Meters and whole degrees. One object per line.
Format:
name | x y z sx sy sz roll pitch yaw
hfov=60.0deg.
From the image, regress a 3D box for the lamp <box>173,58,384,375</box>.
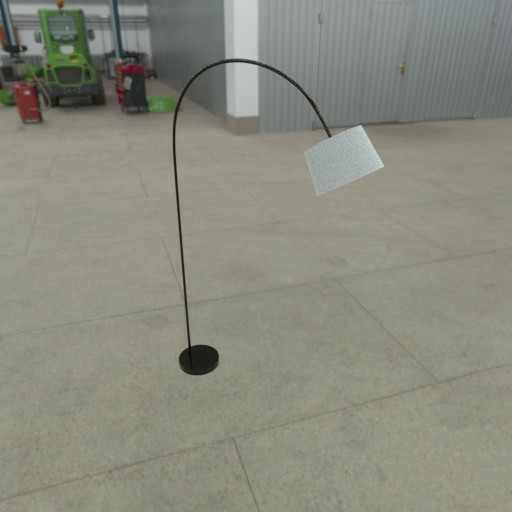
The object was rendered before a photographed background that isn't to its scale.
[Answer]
lamp | 0.000 0.000 2.590 1.363 2.104 0.331 18 32 32
